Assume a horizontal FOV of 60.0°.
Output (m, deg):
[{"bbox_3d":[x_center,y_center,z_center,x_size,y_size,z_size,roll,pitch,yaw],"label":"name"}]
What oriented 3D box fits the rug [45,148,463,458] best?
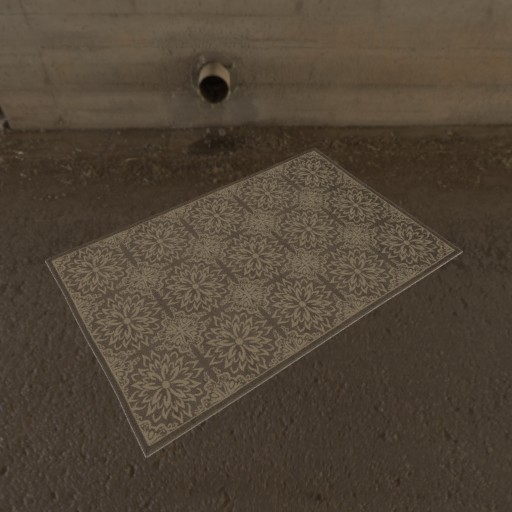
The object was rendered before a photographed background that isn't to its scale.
[{"bbox_3d":[0.000,0.000,3.484,2.746,0.018,1.819,-27,52,-23],"label":"rug"}]
